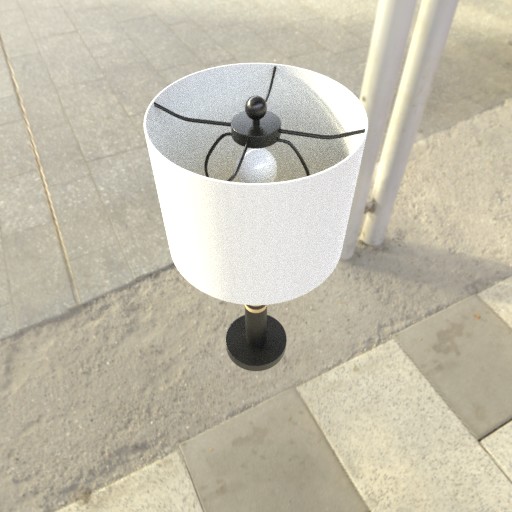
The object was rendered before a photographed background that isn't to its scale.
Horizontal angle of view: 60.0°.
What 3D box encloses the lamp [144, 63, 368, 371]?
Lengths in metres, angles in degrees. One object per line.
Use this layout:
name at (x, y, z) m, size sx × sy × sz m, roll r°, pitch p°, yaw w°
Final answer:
lamp at (0.000, 0.000, 0.830) m, size 0.305 × 0.640 × 0.305 m, roll -23°, pitch 52°, yaw -19°
